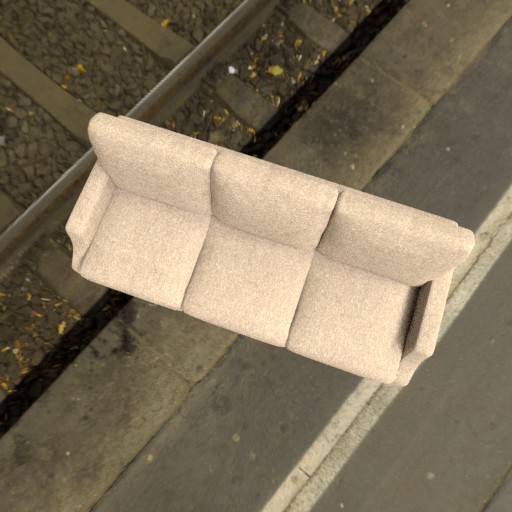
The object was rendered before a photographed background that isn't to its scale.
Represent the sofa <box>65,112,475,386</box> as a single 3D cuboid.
[{"bbox_3d":[0.000,0.000,2.568,2.115,0.984,0.888,19,76,5],"label":"sofa"}]
